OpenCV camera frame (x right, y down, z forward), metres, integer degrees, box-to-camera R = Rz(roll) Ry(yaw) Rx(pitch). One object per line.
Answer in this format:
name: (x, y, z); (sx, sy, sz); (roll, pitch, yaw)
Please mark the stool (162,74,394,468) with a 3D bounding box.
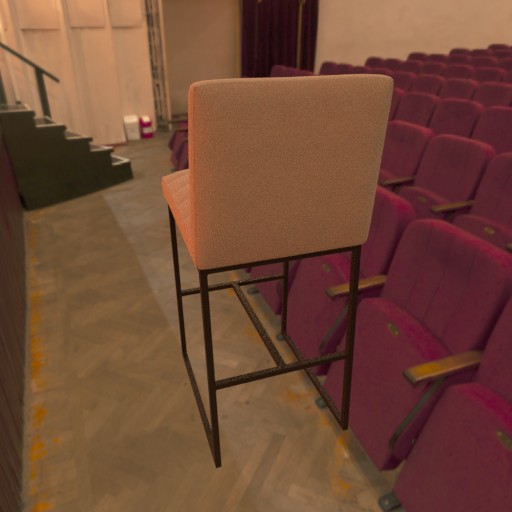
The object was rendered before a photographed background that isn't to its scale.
stool: (0.000, 0.000, 1.350); (0.464, 1.061, 0.573); (-9, 28, -17)
